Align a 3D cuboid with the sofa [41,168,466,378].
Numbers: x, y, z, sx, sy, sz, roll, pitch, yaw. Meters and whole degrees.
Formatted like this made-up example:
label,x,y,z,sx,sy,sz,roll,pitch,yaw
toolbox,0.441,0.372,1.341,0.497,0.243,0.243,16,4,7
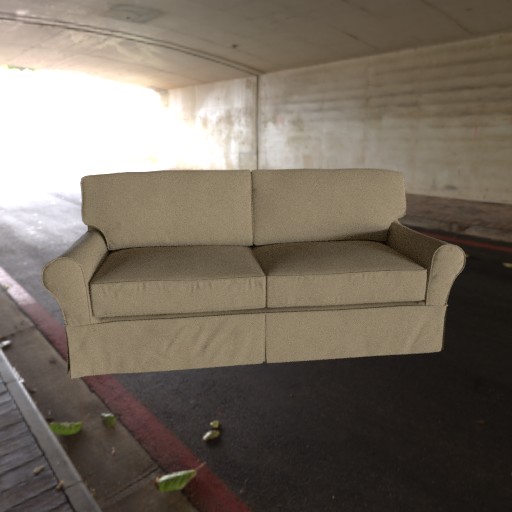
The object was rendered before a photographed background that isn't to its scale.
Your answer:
label,x,y,z,sx,sy,sz,roll,pitch,yaw
sofa,0.000,0.000,2.724,2.246,1.014,0.900,-2,15,-8
